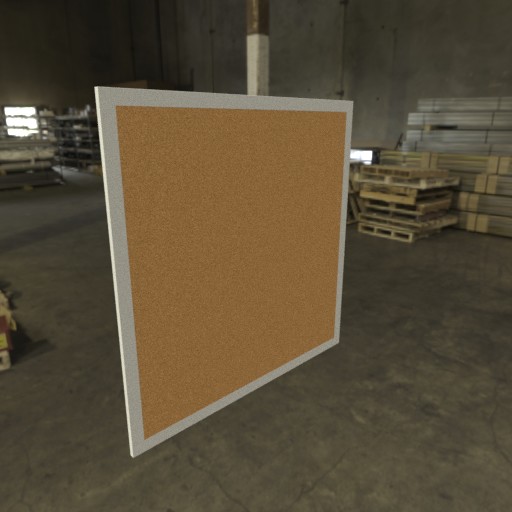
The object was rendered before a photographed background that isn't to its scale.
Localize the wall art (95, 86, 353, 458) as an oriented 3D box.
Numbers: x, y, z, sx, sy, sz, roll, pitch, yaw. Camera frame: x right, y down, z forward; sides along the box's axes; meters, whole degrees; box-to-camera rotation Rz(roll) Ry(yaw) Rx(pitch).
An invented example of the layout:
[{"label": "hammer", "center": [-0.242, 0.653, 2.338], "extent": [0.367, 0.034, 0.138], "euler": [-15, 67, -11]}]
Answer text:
[{"label": "wall art", "center": [0.000, 0.000, 1.194], "extent": [0.812, 0.813, 0.013], "euler": [-16, 23, -42]}]
